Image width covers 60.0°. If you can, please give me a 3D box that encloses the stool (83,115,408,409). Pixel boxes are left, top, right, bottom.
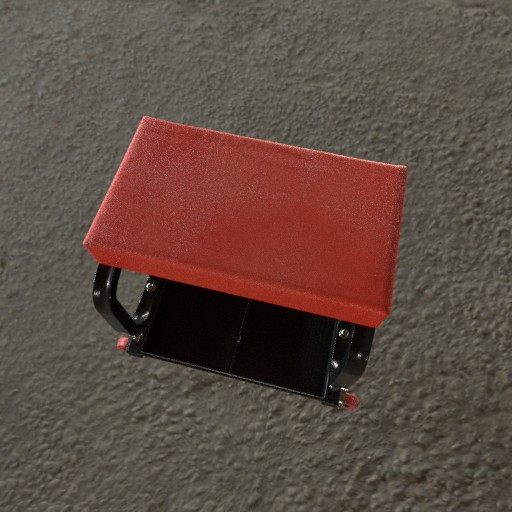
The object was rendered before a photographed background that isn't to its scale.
[{"bbox_3d":[0.000,0.000,0.729,0.446,0.380,0.371,13,64,6],"label":"stool"}]
